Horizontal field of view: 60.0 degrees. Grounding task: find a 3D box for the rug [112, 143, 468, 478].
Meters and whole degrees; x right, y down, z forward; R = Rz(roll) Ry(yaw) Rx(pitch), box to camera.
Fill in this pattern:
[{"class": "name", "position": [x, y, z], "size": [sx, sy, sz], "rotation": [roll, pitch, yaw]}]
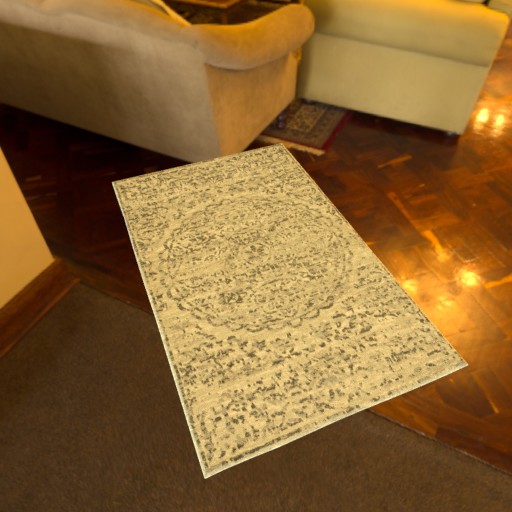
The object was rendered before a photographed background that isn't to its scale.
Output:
[{"class": "rug", "position": [0.000, 0.000, 3.031], "size": [1.527, 0.021, 2.447], "rotation": [-17, 48, -15]}]
